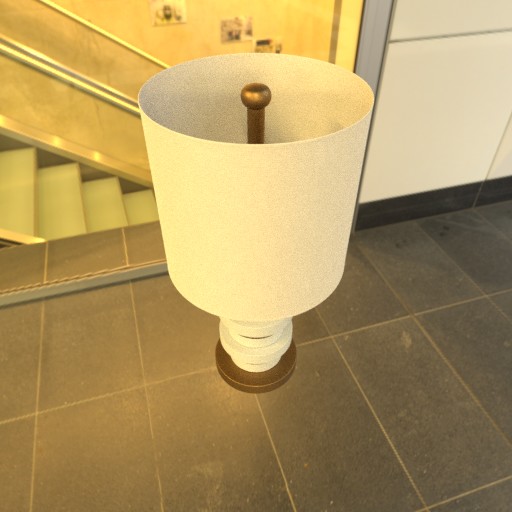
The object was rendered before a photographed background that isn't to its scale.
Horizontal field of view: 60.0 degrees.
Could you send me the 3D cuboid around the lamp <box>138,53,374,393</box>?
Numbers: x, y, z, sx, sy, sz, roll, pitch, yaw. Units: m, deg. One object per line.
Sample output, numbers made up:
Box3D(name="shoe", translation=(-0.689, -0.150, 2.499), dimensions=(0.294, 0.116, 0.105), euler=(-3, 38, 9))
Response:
Box3D(name="lamp", translation=(0.000, 0.000, 0.533), dimensions=(0.210, 0.410, 0.210), euler=(-27, 48, -27))
